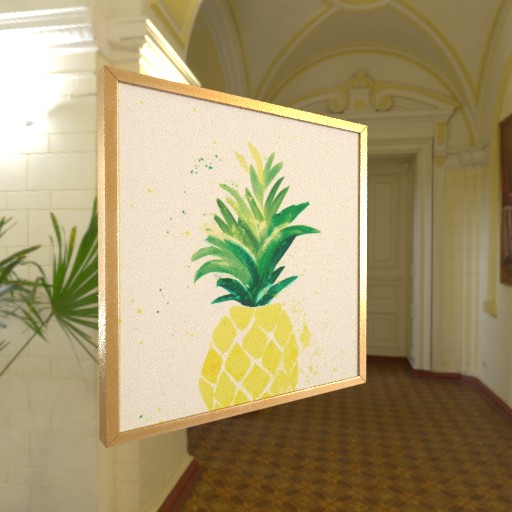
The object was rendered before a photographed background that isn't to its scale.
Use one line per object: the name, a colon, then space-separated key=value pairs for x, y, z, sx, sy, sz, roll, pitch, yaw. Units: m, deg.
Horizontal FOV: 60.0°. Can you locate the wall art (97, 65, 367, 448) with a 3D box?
wall art: x=0.000 y=0.000 z=0.747 sx=0.510 sy=0.509 sz=0.033 roll=-1 pitch=1 yaw=-35
